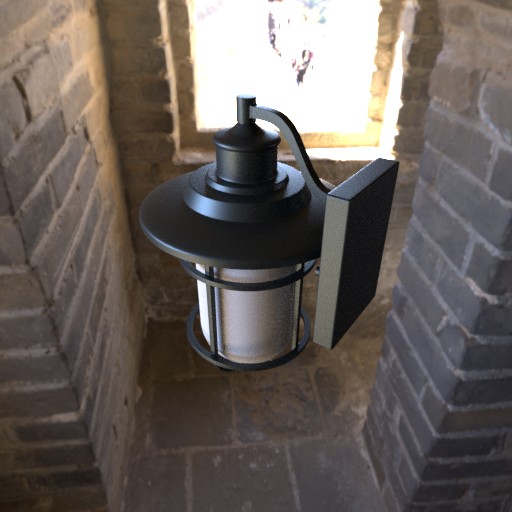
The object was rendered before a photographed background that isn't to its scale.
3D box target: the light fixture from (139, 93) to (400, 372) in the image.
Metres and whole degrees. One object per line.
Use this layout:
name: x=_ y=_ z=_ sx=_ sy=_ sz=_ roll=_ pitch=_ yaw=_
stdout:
light fixture: x=0.000 y=0.000 z=0.499 sx=0.252 sy=0.345 sz=0.222 roll=21 pitch=38 yaw=29
